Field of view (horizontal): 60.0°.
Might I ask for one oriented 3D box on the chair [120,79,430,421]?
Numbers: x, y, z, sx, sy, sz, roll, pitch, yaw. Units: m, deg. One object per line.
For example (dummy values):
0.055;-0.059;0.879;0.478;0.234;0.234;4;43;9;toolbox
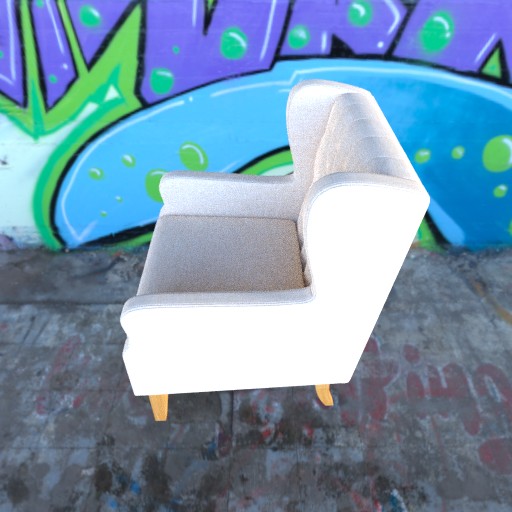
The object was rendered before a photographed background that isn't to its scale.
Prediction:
0.000;0.000;1.460;0.760;0.930;0.710;0;40;-1;chair
